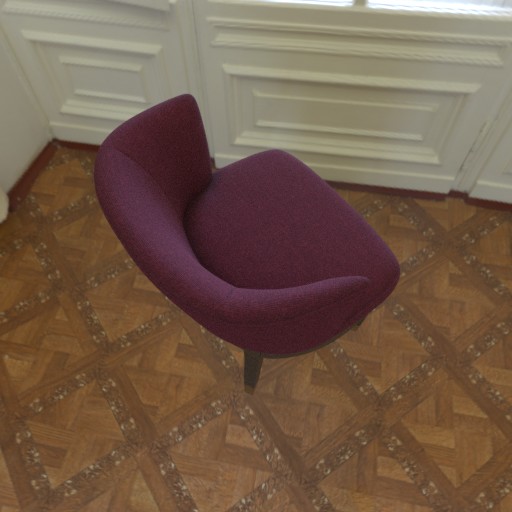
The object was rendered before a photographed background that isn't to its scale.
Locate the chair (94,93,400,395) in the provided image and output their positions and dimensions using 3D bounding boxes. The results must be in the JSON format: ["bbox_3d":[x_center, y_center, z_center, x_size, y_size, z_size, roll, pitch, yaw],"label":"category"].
[{"bbox_3d":[0.000,0.000,1.283,0.660,0.760,0.700,-31,63,-18],"label":"chair"}]
